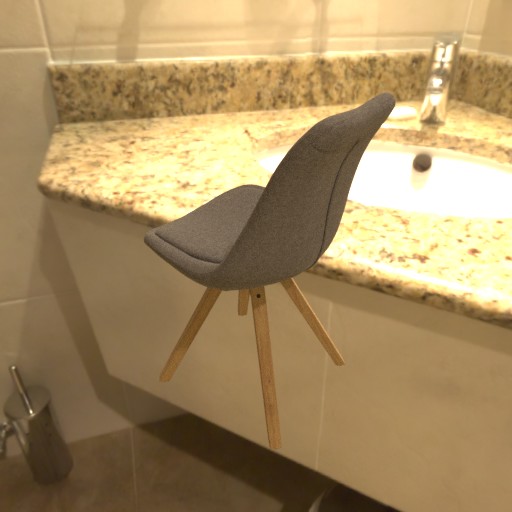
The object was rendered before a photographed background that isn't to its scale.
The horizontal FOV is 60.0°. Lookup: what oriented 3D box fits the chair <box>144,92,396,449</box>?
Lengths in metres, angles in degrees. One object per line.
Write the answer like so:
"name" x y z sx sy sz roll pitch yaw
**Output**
"chair" 0.000 0.000 1.196 0.550 0.865 0.483 21 38 30
